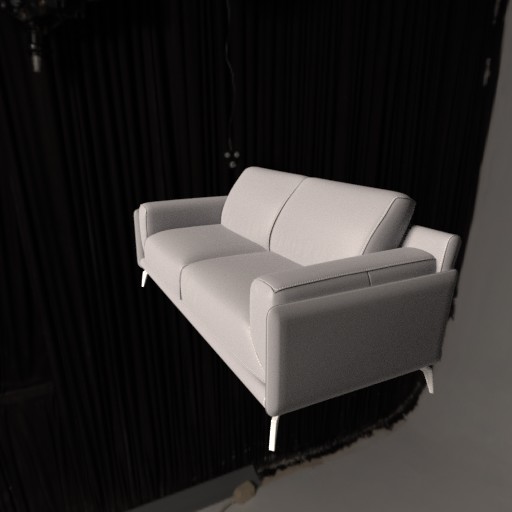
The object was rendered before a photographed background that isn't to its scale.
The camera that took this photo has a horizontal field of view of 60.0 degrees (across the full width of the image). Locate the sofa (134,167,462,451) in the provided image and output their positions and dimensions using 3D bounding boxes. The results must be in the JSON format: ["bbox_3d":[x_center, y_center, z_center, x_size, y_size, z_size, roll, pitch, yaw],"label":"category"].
[{"bbox_3d":[0.000,0.000,2.618,0.969,0.900,2.100,-8,19,-26],"label":"sofa"}]
